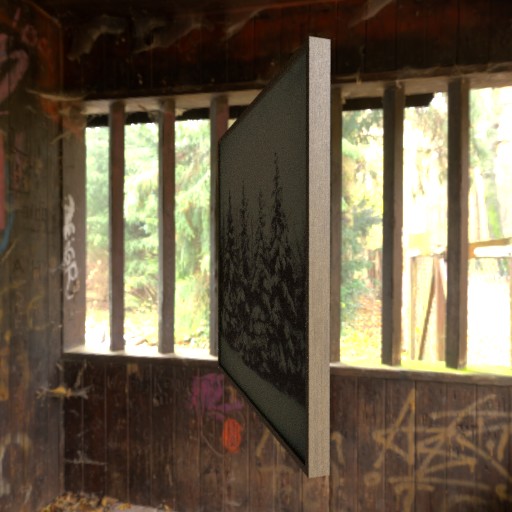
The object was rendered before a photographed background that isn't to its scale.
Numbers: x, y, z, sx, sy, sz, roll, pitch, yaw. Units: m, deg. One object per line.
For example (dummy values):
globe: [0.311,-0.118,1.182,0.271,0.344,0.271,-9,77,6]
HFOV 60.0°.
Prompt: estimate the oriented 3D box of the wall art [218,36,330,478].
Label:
wall art: [0.000,0.000,1.128,0.039,0.758,0.758,0,1,-17]
